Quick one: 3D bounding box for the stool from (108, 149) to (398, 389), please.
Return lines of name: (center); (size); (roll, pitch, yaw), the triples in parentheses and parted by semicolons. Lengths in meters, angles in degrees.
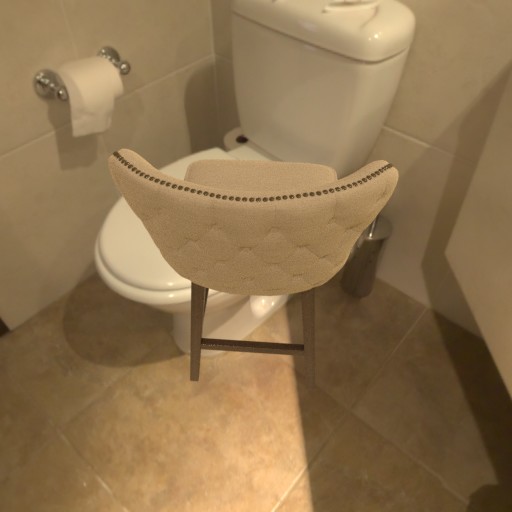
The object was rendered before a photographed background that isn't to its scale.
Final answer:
stool: (0.000, 0.000, 1.347); (0.615, 0.972, 0.597); (3, 49, 3)
